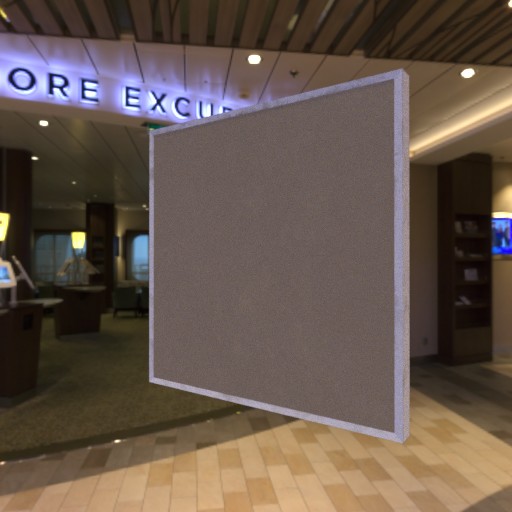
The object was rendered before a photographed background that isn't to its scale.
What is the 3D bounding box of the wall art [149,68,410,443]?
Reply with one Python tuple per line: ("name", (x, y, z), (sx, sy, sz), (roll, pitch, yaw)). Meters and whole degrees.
("wall art", (0.000, 0.000, 0.757), (0.508, 0.506, 0.029), (0, 0, 36))
